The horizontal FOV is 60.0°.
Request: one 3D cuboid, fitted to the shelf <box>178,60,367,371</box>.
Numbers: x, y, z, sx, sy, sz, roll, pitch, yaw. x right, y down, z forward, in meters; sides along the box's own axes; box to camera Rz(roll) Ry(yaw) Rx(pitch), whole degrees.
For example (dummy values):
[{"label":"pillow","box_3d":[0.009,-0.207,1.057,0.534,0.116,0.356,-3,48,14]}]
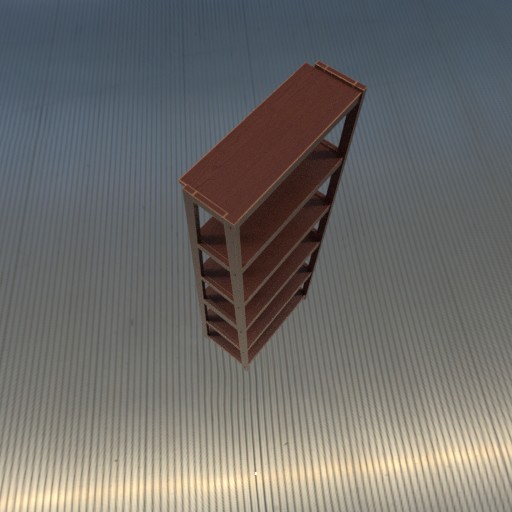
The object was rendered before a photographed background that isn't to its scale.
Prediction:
[{"label":"shelf","box_3d":[0.000,0.000,2.200,0.381,1.892,0.660,36,69,16]}]
